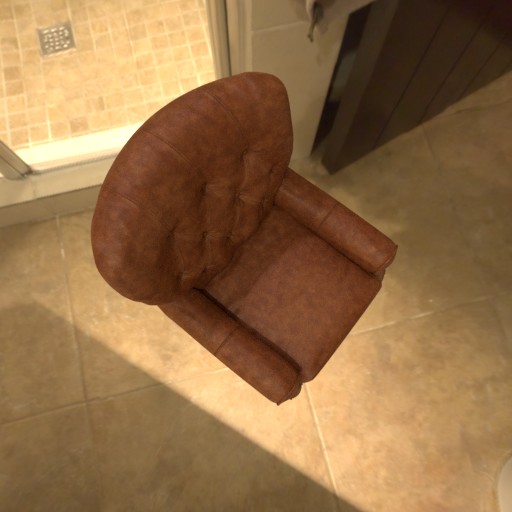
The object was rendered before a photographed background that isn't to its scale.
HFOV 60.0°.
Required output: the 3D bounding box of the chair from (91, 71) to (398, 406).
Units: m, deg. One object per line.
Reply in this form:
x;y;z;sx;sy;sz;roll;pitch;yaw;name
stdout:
0.000;0.000;1.957;1.059;1.164;0.951;38;79;9;chair
